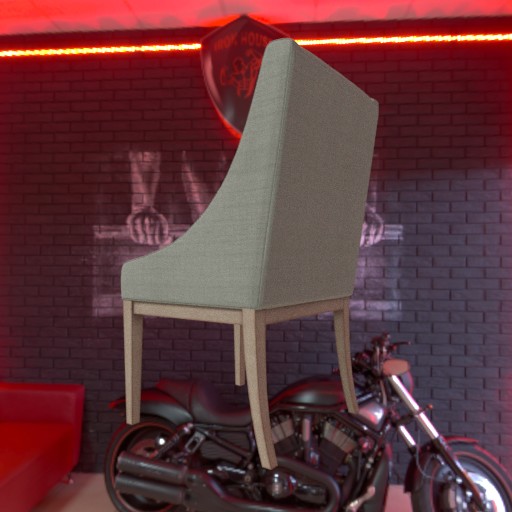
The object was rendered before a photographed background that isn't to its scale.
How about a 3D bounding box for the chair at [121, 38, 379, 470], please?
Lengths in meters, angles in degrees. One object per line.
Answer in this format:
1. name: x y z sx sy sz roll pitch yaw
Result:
1. chair: 0.000 0.000 1.400 0.611 1.021 0.575 0 -1 37
